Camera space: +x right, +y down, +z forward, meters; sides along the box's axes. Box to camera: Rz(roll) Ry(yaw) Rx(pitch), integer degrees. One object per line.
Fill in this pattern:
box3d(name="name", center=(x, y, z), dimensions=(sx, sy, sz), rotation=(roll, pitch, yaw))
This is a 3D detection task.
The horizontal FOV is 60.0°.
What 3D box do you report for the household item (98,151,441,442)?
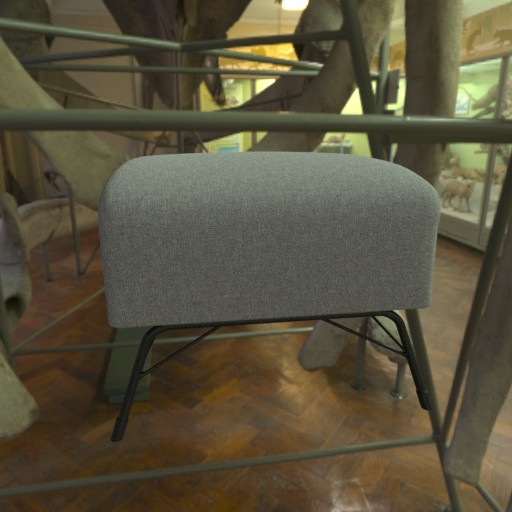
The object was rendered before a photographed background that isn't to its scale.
box3d(name="household item", center=(0.000, 0.000, 0.902), dimensions=(0.530, 0.410, 0.530), rotation=(-3, 17, -8))
